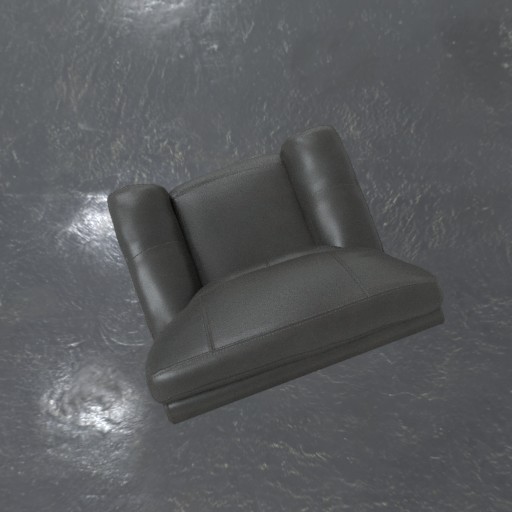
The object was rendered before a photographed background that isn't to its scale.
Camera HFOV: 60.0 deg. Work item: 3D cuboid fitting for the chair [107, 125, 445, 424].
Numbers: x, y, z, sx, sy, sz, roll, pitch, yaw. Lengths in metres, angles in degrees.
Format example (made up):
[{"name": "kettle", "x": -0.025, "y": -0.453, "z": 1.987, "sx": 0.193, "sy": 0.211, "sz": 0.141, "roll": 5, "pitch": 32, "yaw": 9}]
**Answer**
[{"name": "chair", "x": 0.000, "y": 0.000, "z": 1.989, "sx": 1.096, "sy": 1.109, "sz": 1.087, "roll": -19, "pitch": 76, "yaw": -5}]
